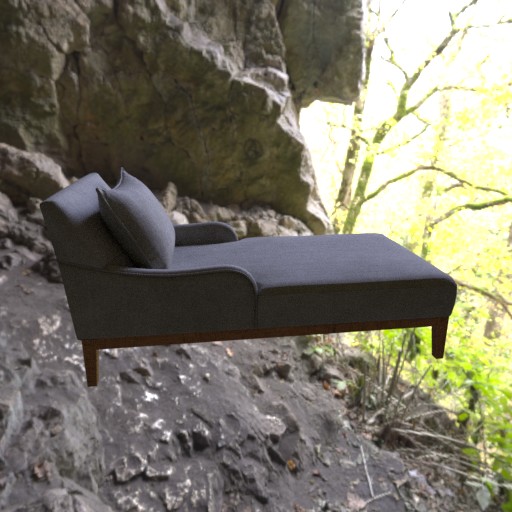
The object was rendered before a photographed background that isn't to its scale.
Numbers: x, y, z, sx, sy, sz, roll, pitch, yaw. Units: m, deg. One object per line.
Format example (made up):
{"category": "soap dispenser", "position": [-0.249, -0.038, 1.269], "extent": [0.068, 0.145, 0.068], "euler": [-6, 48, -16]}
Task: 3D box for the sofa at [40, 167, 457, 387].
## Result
{"category": "sofa", "position": [0.000, 0.000, 2.316], "extent": [1.779, 0.859, 0.894], "euler": [-3, 18, -8]}
